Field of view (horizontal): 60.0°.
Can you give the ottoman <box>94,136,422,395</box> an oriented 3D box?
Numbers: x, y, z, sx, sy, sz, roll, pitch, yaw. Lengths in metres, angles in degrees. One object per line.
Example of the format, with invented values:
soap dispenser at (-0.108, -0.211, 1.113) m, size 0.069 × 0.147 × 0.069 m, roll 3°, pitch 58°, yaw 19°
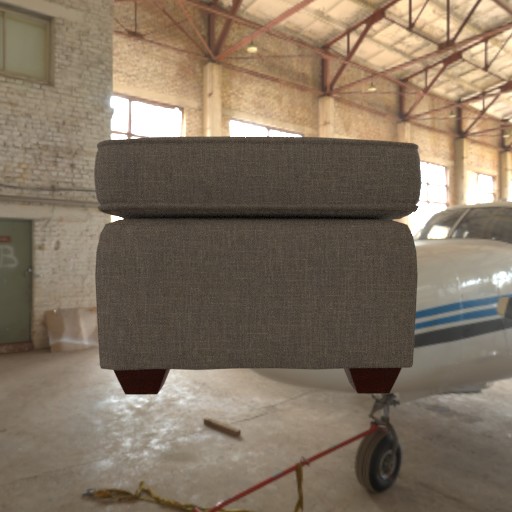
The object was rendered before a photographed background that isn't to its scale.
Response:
ottoman at (0.000, 0.000, 1.078) m, size 0.559 × 0.457 × 0.762 m, roll 0°, pitch 1°, yaw -1°
